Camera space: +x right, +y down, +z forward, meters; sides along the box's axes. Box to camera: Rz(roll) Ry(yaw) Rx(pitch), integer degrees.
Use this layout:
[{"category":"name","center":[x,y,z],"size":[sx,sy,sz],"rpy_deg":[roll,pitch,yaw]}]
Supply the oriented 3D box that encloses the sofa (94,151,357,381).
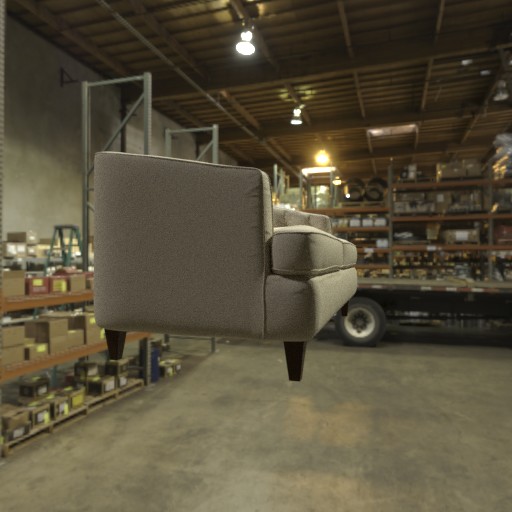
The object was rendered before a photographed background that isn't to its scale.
[{"category":"sofa","center":[0.000,0.000,2.267],"size":[0.941,0.855,1.733],"rpy_deg":[0,0,17]}]
